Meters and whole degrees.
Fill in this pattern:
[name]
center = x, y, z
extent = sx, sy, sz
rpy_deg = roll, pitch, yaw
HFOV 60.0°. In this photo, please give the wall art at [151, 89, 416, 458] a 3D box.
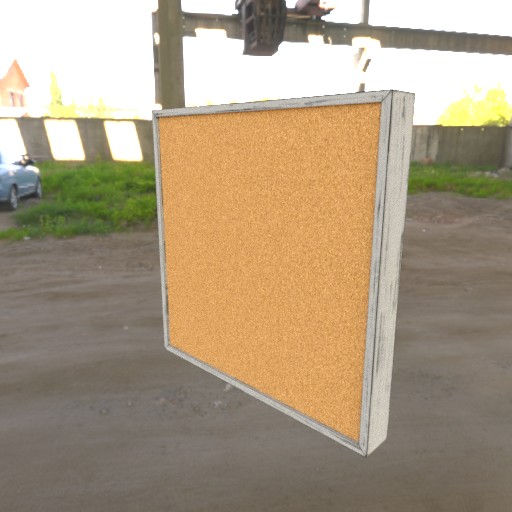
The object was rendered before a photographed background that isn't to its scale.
[wall art]
center = 0.000, 0.000, 0.464
extent = 0.303, 0.303, 0.036
rpy_deg = 13, 20, 42
